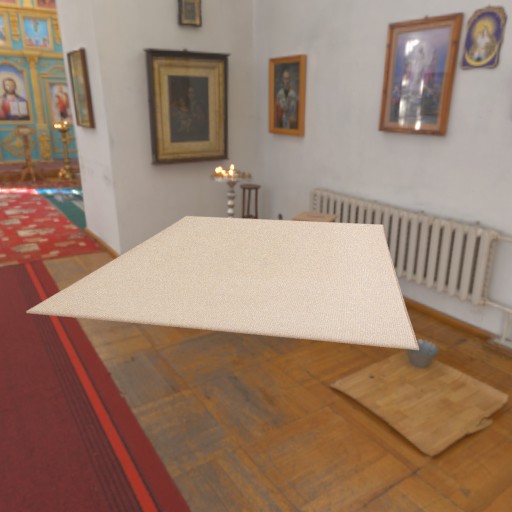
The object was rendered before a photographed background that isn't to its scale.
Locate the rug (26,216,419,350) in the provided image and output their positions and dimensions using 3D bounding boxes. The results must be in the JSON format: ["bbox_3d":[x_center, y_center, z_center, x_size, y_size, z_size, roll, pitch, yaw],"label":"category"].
[{"bbox_3d":[0.000,0.000,4.072,2.462,0.018,3.039,3,18,11],"label":"rug"}]
